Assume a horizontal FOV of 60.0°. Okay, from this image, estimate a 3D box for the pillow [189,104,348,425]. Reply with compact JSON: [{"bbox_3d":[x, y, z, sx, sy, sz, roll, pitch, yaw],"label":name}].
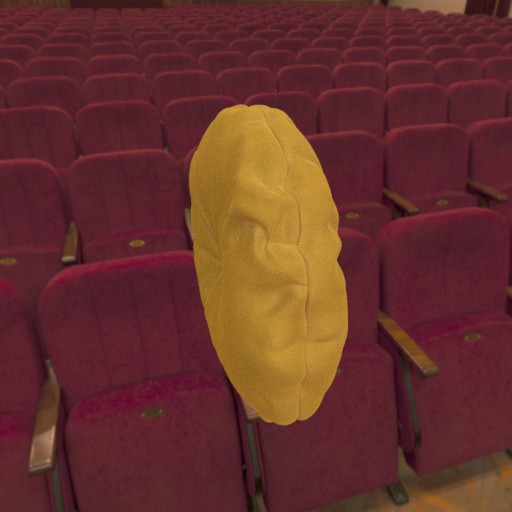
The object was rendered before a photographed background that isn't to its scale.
[{"bbox_3d":[0.000,0.000,0.631,0.148,0.407,0.428,-8,30,-14],"label":"pillow"}]
